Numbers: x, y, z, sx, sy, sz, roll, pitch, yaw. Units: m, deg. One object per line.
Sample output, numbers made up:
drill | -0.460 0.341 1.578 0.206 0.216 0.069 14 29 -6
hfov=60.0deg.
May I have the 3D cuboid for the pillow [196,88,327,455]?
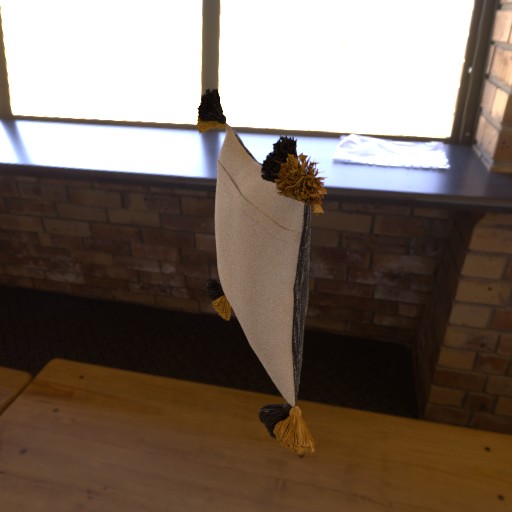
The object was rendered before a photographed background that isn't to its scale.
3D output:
pillow | 0.000 0.000 0.995 0.139 0.659 0.654 -9 30 -16
